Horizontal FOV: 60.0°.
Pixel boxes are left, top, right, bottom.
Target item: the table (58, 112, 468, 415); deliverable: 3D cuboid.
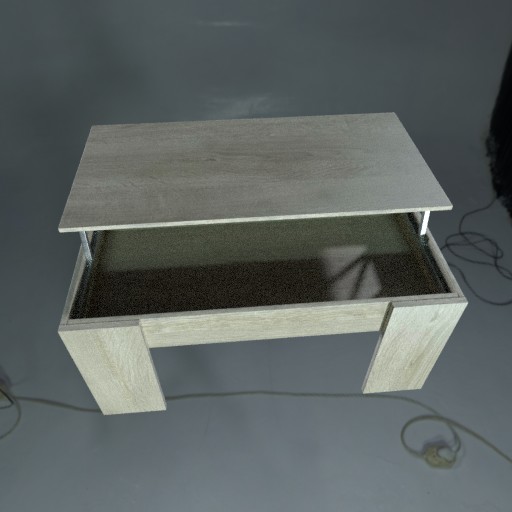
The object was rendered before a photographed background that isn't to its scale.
[{"bbox_3d":[0.000,0.000,1.419,1.000,0.570,0.711,-4,46,-3],"label":"table"}]
